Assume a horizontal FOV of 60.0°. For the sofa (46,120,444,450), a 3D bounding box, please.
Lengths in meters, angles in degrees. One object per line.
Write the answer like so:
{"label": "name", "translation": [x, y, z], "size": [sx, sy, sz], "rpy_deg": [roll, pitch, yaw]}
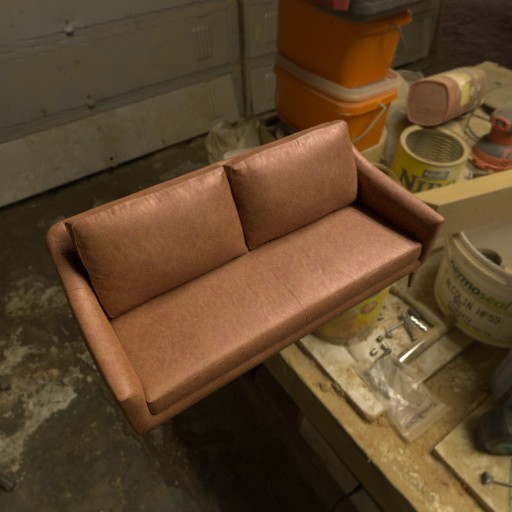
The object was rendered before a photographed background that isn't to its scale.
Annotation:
{"label": "sofa", "translation": [0.000, 0.000, 2.556], "size": [2.036, 0.945, 0.981], "rpy_deg": [-26, 51, -23]}
